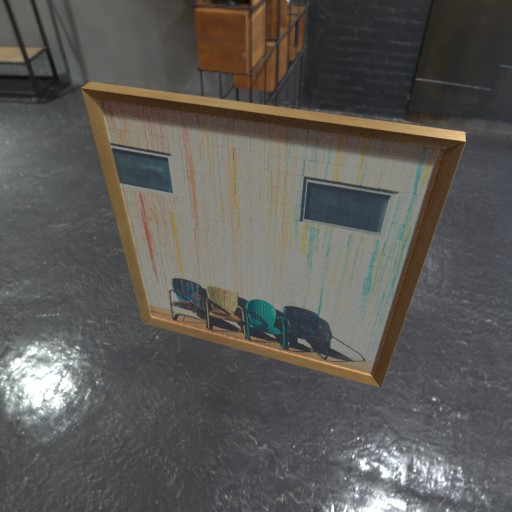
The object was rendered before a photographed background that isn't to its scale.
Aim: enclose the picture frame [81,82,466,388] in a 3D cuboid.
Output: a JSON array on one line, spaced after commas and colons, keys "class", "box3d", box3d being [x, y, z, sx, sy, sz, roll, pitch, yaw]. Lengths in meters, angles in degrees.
[{"class": "picture frame", "box3d": [0.000, 0.000, 1.102, 0.758, 0.761, 0.037, 12, 43, 13]}]
